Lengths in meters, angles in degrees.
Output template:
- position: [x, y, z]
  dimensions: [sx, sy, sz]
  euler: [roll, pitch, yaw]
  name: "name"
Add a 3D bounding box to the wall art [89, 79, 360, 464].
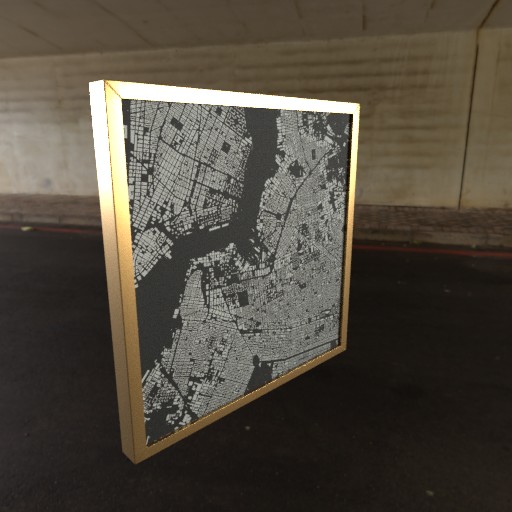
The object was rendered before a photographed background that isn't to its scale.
- position: [0.000, 0.000, 0.446]
  dimensions: [0.305, 0.305, 0.023]
  euler: [-14, 20, -42]
  name: "wall art"
